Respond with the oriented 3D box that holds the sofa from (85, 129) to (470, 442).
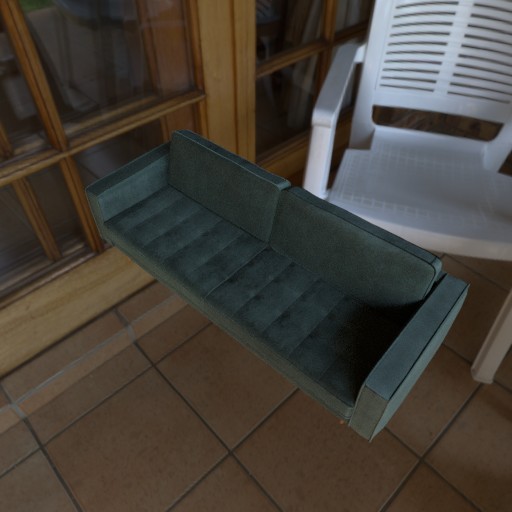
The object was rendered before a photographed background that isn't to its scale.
[{"bbox_3d":[0.000,0.000,2.674,2.214,0.781,0.886,32,54,27],"label":"sofa"}]
